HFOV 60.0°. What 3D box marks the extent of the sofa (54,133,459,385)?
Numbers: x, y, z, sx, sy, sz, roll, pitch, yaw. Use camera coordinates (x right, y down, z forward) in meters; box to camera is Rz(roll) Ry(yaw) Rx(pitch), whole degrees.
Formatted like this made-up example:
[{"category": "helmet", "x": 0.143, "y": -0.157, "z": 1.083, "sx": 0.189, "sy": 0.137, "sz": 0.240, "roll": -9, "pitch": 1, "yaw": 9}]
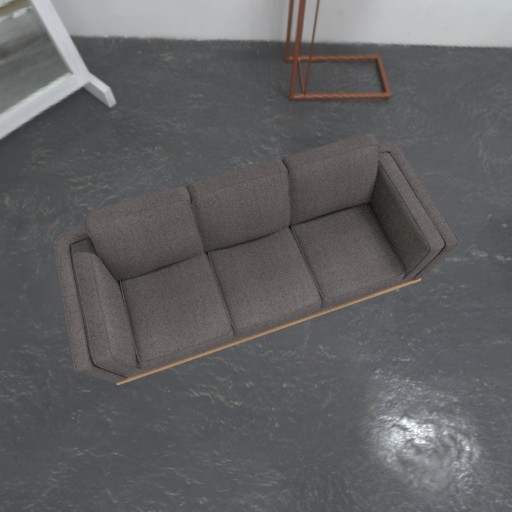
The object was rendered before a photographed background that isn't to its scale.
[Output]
[{"category": "sofa", "x": 0.000, "y": 0.000, "z": 2.914, "sx": 2.362, "sy": 0.899, "sz": 0.903, "roll": -18, "pitch": 65, "yaw": -9}]
